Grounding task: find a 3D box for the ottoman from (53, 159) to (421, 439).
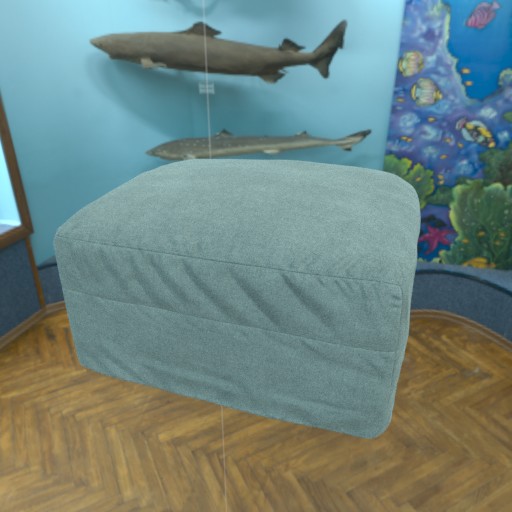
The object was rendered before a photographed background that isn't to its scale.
[{"bbox_3d":[0.000,0.000,1.237,0.837,0.481,0.683,9,27,17],"label":"ottoman"}]
